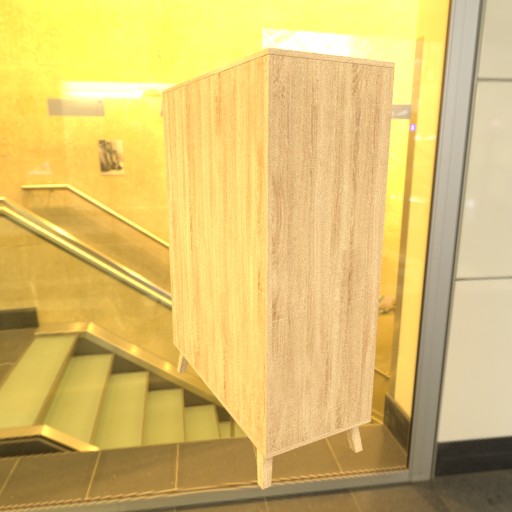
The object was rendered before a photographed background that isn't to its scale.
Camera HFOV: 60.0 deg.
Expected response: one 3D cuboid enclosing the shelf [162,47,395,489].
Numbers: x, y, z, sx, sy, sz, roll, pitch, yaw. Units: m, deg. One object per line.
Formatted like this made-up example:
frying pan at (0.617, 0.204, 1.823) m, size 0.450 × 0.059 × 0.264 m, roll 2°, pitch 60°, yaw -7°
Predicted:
shelf at (0.000, 0.000, 1.855) m, size 0.450 × 1.390 × 1.000 m, roll -7°, pitch 15°, yaw -27°
